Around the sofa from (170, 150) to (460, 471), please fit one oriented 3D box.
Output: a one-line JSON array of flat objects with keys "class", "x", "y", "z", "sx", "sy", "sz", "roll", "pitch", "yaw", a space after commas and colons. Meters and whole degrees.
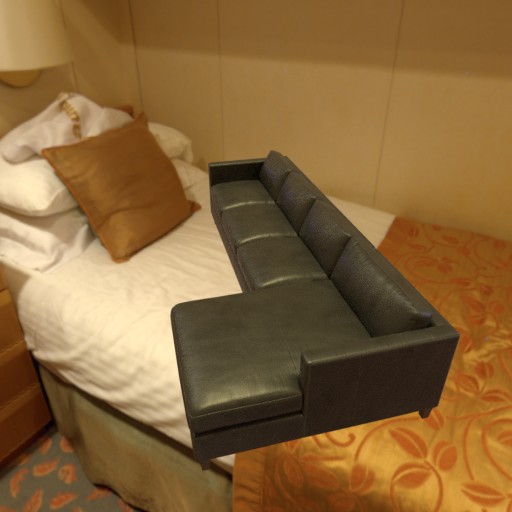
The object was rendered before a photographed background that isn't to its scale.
[{"class": "sofa", "x": 0.000, "y": 0.000, "z": 3.812, "sx": 1.581, "sy": 0.883, "sz": 3.203, "roll": -8, "pitch": 32, "yaw": -12}]
